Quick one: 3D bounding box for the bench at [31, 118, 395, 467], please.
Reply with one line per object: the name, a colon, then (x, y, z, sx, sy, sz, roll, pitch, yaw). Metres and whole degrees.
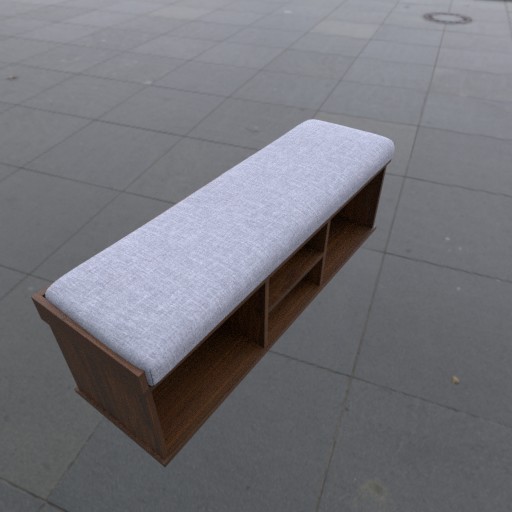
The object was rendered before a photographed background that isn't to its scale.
bench: (0.000, 0.000, 1.401, 0.367, 0.468, 1.196, 26, 47, 27)
